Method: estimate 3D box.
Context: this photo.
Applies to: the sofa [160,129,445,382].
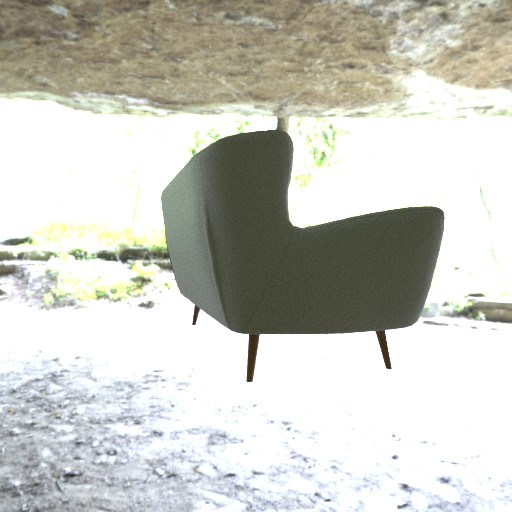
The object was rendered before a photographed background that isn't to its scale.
[{"bbox_3d":[0.000,0.000,2.386,0.899,0.890,1.930,0,2,-18],"label":"sofa"}]
